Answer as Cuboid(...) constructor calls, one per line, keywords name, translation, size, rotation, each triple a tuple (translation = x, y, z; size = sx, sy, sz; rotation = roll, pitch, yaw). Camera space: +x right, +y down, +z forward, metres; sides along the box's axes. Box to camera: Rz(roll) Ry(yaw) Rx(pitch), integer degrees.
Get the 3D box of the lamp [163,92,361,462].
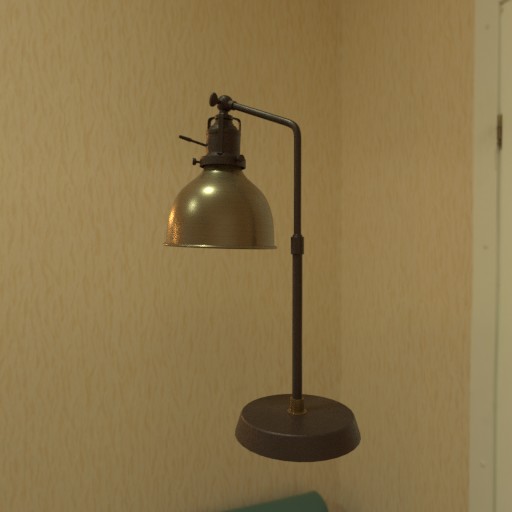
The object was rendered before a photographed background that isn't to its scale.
Cuboid(name="lamp", translation=(0.000, 0.000, 0.623), size=(0.298, 0.469, 0.175), rotation=(1, 1, 38))
